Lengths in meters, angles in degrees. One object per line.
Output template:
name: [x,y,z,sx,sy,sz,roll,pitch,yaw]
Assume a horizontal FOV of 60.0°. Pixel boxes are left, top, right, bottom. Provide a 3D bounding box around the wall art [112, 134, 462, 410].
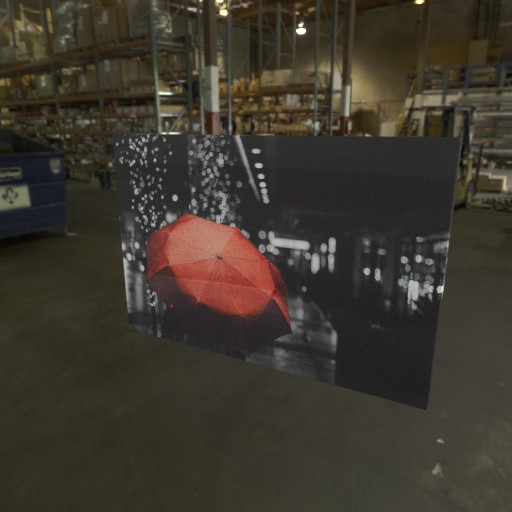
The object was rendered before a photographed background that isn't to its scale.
wall art: [0.000,0.000,1.160,0.914,0.609,0.038,9,18,27]
